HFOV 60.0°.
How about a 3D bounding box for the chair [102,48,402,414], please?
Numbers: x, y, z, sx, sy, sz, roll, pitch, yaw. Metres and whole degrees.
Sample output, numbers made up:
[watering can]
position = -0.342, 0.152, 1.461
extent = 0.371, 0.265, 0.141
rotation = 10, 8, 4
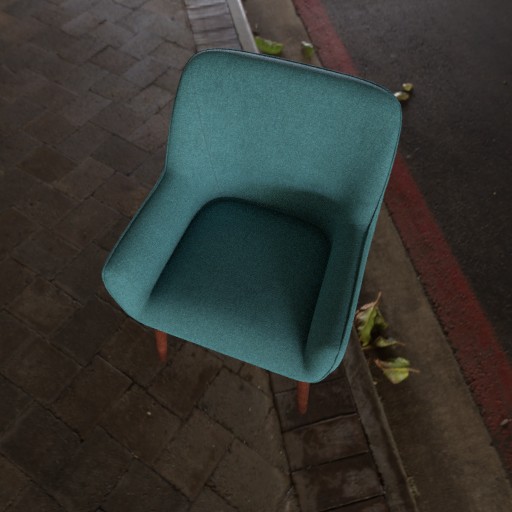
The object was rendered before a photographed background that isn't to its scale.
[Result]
[chair]
position = 0.000, 0.000, 1.151
extent = 0.543, 0.803, 0.519
rotation = 18, 60, 10
